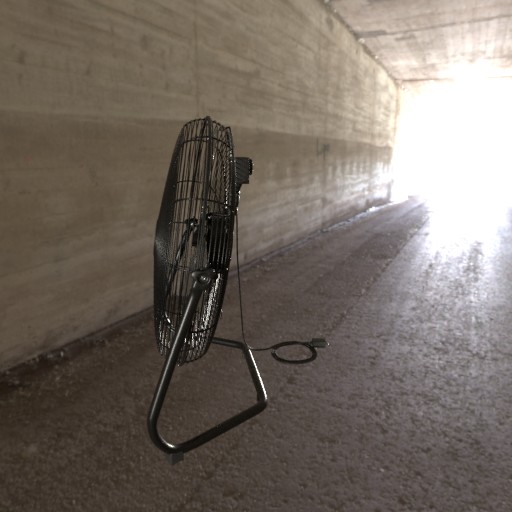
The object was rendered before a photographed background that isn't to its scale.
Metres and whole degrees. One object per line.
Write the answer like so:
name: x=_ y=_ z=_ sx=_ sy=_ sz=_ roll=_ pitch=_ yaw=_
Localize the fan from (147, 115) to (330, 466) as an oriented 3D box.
fan: x=0.000 y=0.000 z=1.005 sx=0.470 sy=0.605 sz=0.595 roll=-2 pitch=14 yaw=-10
